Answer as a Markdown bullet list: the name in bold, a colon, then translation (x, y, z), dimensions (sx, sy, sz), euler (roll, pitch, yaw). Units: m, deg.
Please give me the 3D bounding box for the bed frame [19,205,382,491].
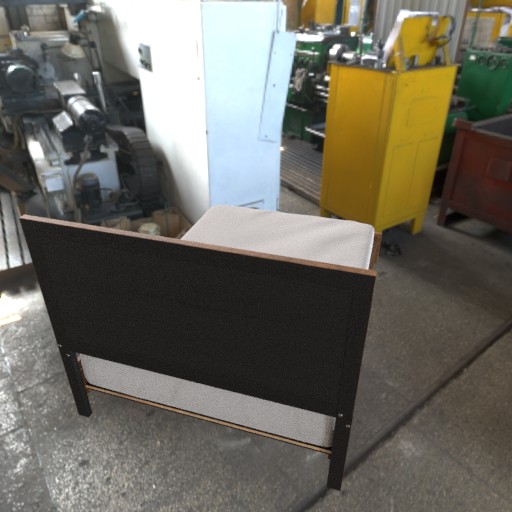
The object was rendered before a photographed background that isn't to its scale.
- **bed frame**: translation (0.000, 0.000, 3.222), dimensions (1.696, 1.417, 2.276), euler (9, 32, 15)
